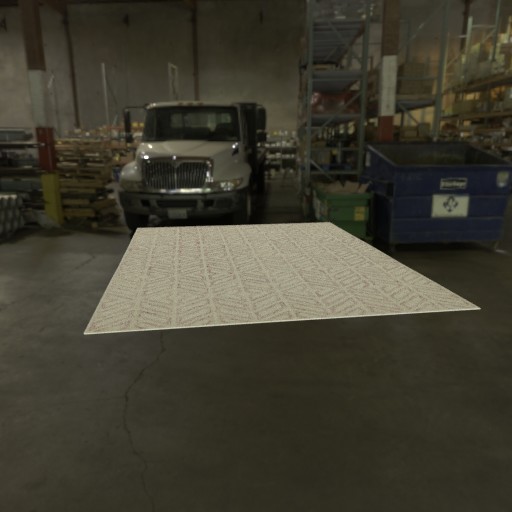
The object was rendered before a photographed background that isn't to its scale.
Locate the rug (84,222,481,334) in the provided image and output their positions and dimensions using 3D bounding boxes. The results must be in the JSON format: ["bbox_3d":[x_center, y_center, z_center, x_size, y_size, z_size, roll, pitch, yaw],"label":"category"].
[{"bbox_3d":[0.000,0.000,4.095,2.421,0.008,3.045,-2,15,-9],"label":"rug"}]
